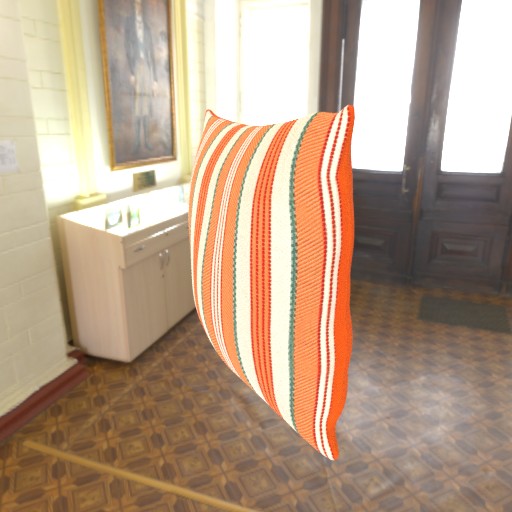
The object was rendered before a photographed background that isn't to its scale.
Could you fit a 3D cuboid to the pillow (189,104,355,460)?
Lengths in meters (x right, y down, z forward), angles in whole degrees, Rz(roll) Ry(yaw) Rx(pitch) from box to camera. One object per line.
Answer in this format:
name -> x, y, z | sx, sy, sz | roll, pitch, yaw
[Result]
pillow -> 0.000, 0.000, 0.684 | 0.182, 0.441, 0.440 | -8, 18, -24
